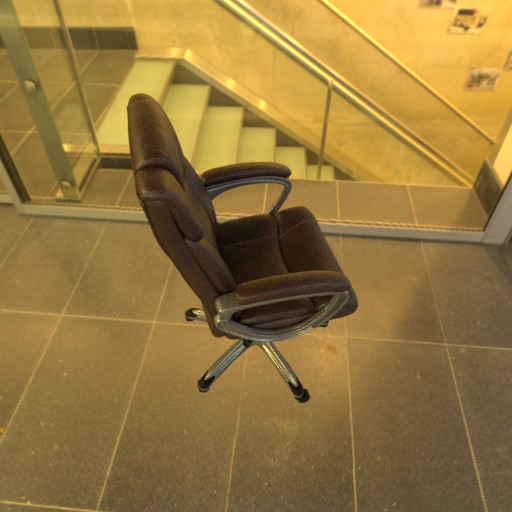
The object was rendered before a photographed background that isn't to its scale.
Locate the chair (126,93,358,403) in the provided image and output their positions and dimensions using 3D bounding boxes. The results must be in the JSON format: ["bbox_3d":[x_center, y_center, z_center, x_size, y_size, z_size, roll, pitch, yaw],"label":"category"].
[{"bbox_3d":[0.000,0.000,1.594,0.692,1.128,0.656,-10,47,-10],"label":"chair"}]
